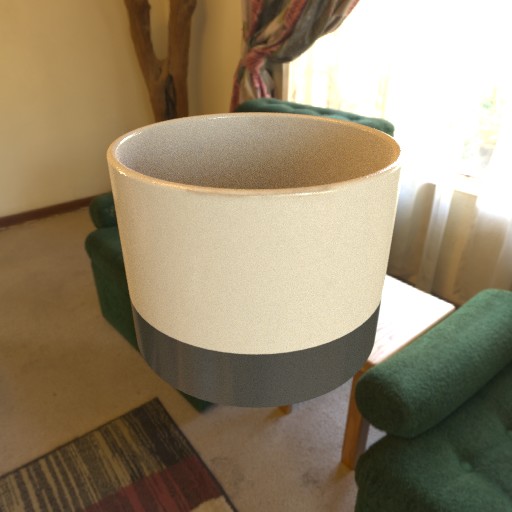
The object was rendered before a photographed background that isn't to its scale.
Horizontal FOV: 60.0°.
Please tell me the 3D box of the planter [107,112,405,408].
[{"bbox_3d":[0.000,0.000,0.340,0.193,0.177,0.193,0,29,0],"label":"planter"}]
